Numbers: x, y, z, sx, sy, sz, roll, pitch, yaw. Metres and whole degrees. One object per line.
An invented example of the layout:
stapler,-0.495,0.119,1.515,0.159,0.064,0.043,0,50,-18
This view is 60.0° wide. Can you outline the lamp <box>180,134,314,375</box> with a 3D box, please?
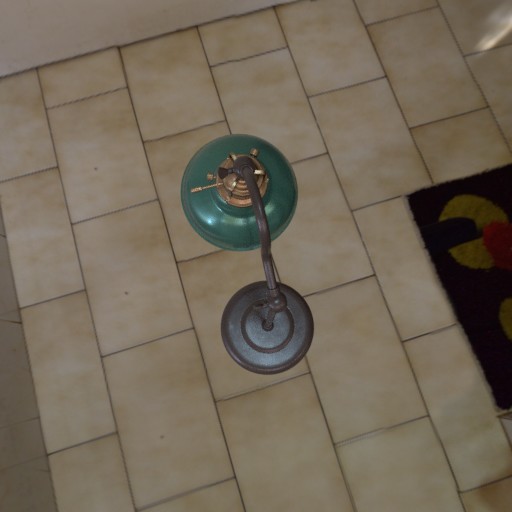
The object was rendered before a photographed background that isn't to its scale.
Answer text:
lamp,0.000,0.000,0.687,0.192,0.508,0.374,-14,77,-3
